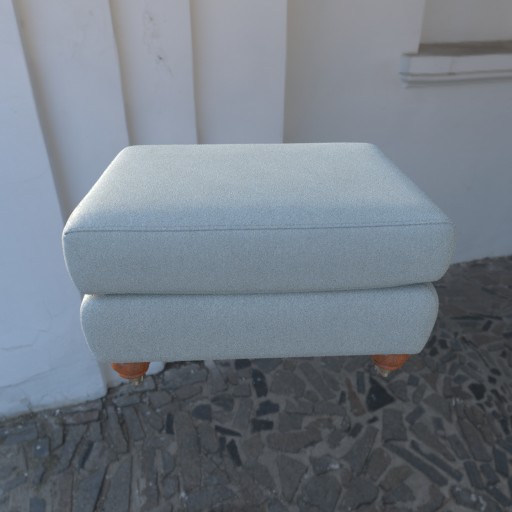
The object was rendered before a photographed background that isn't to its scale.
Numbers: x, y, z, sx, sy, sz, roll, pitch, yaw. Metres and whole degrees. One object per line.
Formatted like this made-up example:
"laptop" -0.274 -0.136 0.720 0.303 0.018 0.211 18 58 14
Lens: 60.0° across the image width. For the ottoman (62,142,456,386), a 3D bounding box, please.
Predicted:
"ottoman" 0.000 0.000 1.152 0.773 0.499 0.569 -1 29 -2
